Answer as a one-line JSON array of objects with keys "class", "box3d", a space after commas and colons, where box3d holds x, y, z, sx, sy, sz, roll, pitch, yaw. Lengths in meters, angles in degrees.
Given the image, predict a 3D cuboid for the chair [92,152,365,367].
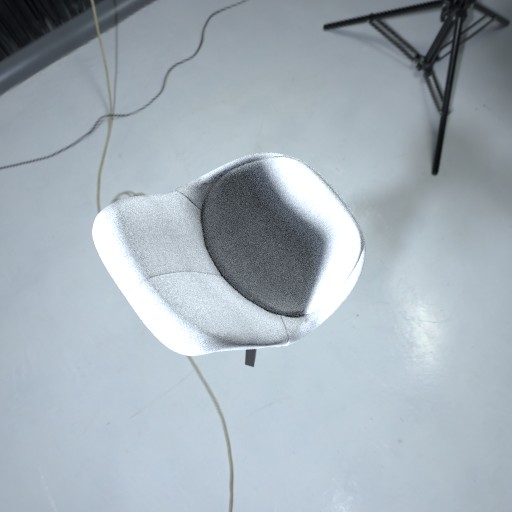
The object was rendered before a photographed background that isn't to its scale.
[{"class": "chair", "box3d": [0.000, 0.000, 1.175, 0.550, 0.850, 0.485, -36, 79, -8]}]
